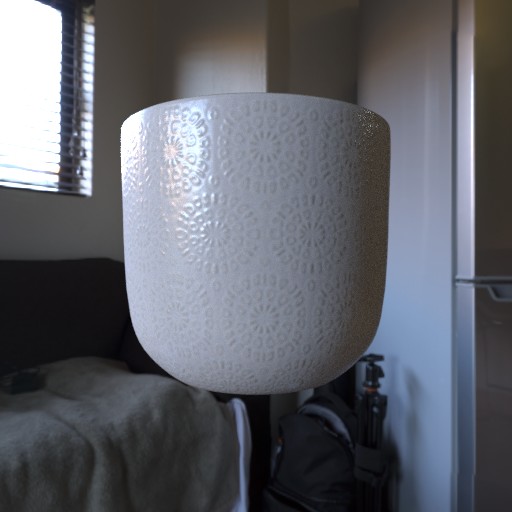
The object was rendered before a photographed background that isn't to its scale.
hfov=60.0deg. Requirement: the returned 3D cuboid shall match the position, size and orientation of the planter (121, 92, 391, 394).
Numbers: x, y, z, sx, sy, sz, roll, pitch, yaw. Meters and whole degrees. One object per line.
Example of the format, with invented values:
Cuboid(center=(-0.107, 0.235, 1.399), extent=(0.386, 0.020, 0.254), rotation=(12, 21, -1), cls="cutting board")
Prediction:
Cuboid(center=(0.000, 0.000, 0.358), extent=(0.208, 0.190, 0.208), rotation=(0, 0, 0), cls="planter")
